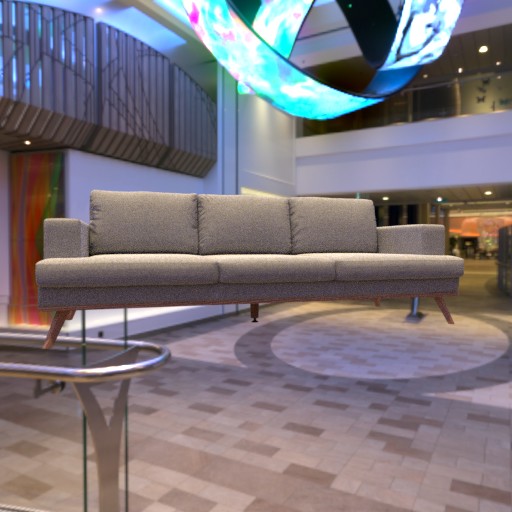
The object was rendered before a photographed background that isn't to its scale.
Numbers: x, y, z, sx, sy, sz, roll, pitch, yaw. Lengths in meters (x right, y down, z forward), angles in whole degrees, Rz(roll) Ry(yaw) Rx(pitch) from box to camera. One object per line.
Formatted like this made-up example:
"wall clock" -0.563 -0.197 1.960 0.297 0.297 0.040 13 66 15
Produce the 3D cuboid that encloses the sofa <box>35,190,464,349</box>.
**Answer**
"sofa" 0.000 0.000 2.713 2.310 0.810 0.920 0 1 -17
